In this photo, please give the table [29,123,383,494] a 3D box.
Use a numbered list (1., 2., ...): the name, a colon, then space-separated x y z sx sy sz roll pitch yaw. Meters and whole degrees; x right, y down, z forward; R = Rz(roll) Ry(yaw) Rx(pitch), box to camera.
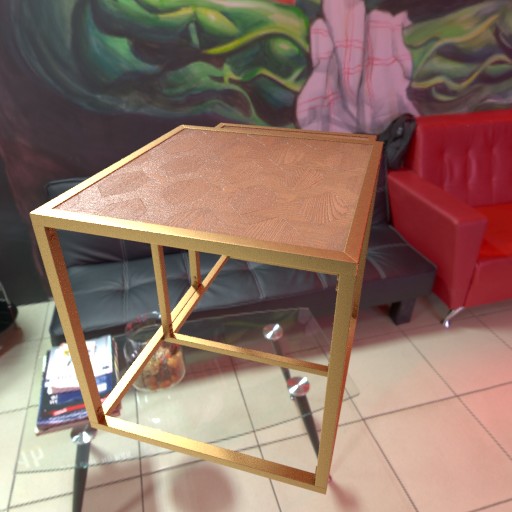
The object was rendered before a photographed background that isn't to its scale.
1. table: 0.000 0.000 1.063 0.505 0.505 0.762 9 32 14
